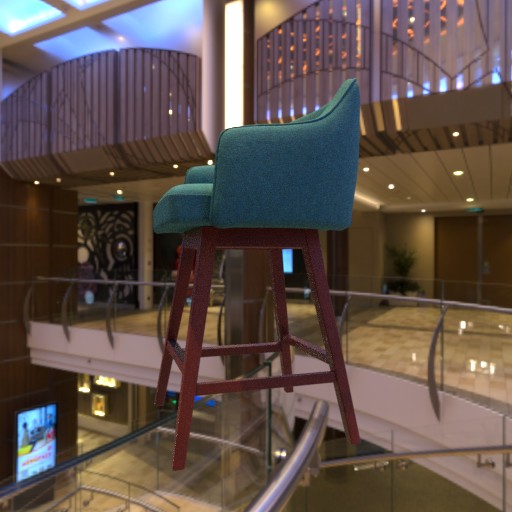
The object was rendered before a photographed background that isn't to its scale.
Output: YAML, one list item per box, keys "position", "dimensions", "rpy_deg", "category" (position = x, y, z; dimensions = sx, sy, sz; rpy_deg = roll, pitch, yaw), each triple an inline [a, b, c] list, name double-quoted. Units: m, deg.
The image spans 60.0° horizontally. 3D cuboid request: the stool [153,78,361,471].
- position: [0.000, 0.000, 1.295]
  dimensions: [0.556, 0.961, 0.548]
  rpy_deg: [0, 0, -18]
  category: "stool"
